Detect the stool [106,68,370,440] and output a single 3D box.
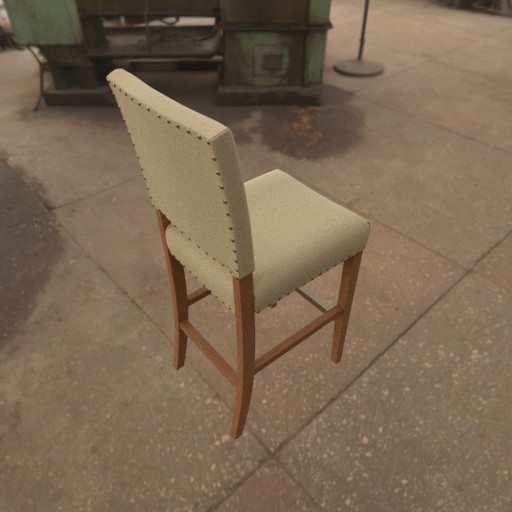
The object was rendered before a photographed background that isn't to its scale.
[{"bbox_3d":[0.000,0.000,1.431,0.584,1.168,0.445,-29,48,-29],"label":"stool"}]
